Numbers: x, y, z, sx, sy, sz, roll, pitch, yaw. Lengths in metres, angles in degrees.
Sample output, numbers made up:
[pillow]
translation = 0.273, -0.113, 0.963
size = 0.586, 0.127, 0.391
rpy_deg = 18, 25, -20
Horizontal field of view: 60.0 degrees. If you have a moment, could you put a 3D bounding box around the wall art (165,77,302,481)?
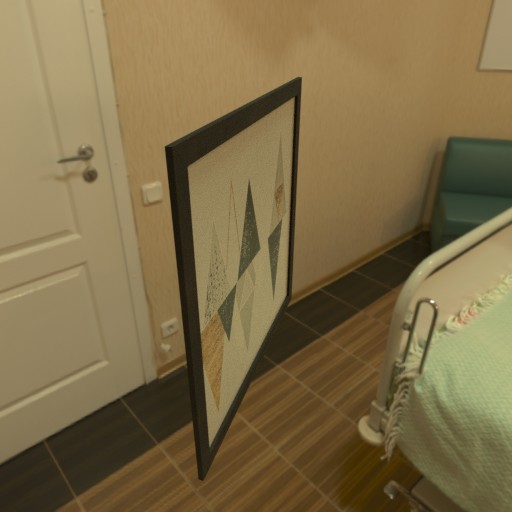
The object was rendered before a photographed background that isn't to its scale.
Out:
[wall art]
translation = 0.000, 0.000, 1.224
size = 0.013, 0.823, 0.823
rpy_deg = 10, 31, 17
